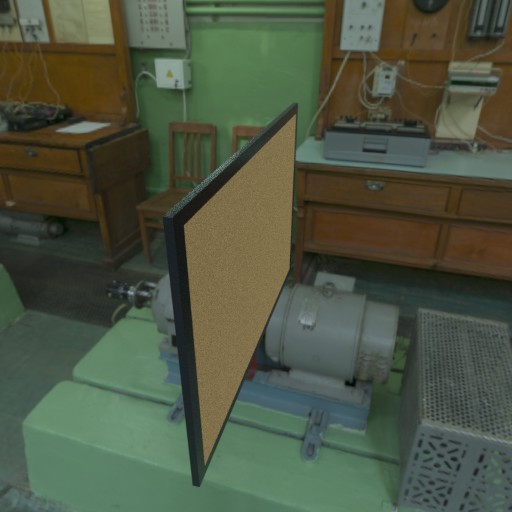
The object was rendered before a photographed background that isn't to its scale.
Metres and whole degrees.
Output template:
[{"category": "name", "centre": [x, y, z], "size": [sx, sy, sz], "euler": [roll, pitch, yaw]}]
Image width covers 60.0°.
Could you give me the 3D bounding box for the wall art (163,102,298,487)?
[{"category": "wall art", "centre": [0.000, 0.000, 1.040], "size": [0.015, 0.552, 0.819], "euler": [8, 30, 14]}]
